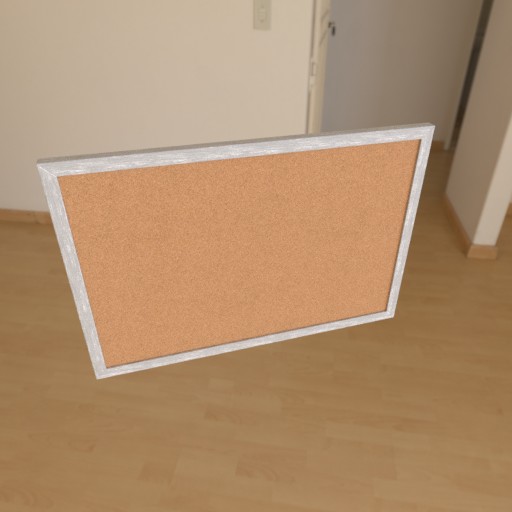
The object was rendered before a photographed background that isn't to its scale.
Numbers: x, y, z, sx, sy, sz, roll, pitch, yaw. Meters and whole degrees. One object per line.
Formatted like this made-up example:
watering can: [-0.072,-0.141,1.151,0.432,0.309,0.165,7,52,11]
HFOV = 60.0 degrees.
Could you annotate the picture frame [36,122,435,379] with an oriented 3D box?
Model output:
picture frame: [0.000,0.000,1.208,0.950,0.640,0.029,-9,34,-14]
